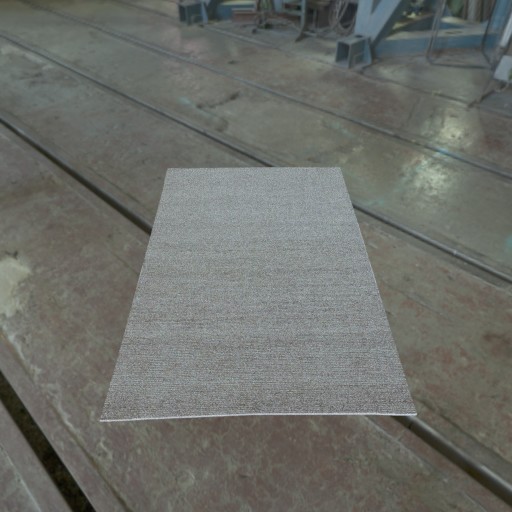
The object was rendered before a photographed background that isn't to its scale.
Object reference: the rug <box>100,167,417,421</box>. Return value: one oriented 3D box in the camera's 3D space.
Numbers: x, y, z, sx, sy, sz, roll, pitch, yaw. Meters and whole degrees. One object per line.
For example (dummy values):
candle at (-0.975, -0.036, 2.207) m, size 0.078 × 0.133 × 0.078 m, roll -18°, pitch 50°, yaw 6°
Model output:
rug at (0.000, 0.000, 2.278) m, size 1.154 × 0.021 × 1.792 m, roll 0°, pitch 41°, yaw -1°
